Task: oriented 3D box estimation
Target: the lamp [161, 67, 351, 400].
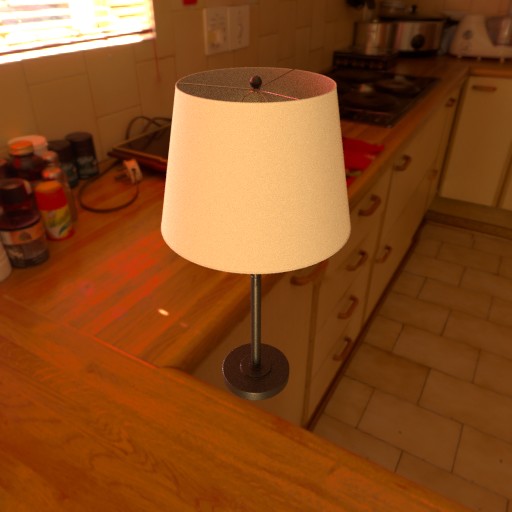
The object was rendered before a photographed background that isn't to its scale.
[{"bbox_3d":[0.000,0.000,0.907,0.363,0.696,0.363,0,33,0],"label":"lamp"}]
